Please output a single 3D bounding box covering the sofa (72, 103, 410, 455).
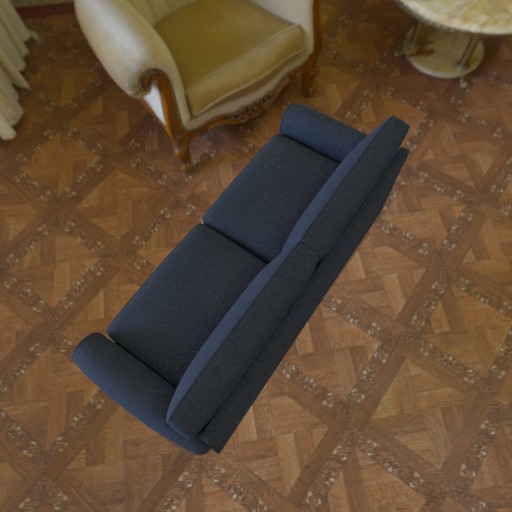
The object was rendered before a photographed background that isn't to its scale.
[{"bbox_3d":[0.000,0.000,2.893,0.954,1.026,2.391,32,68,15],"label":"sofa"}]
